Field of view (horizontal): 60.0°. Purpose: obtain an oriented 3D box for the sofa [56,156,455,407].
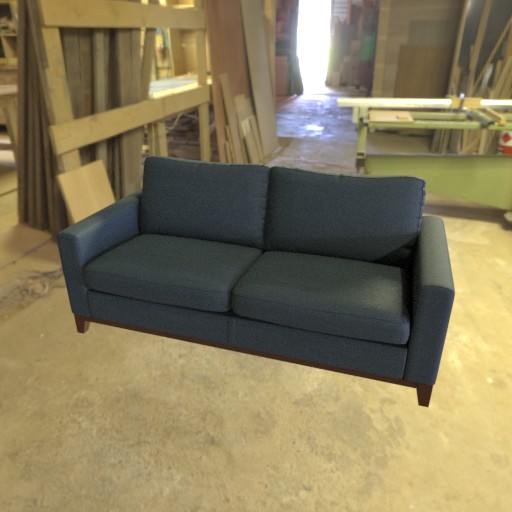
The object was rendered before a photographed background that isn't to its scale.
[{"bbox_3d":[0.000,0.000,2.401,1.900,0.865,0.877,8,27,16],"label":"sofa"}]
